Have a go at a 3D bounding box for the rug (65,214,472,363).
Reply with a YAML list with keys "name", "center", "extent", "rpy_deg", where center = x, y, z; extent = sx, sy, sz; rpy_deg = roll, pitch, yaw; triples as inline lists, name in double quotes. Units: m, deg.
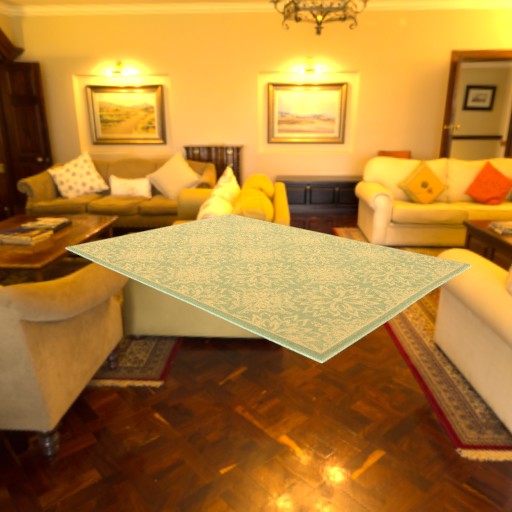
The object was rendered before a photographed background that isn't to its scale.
- name: "rug"
  center: [0.000, 0.000, 2.936]
  extent: [2.205, 0.014, 1.589]
  rpy_deg: [16, 23, 41]
